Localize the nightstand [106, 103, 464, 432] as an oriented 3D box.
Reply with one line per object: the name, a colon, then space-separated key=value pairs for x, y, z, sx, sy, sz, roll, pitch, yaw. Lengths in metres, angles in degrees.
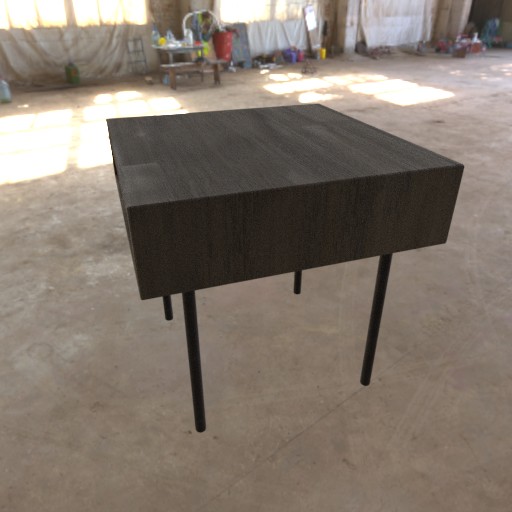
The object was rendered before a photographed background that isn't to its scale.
nightstand: x=0.000 y=0.000 z=0.931 sx=0.503 sy=0.497 sz=0.502 roll=-10 pitch=31 yaw=-17
